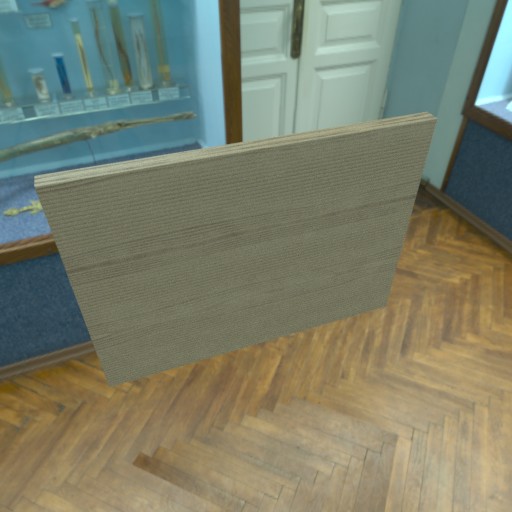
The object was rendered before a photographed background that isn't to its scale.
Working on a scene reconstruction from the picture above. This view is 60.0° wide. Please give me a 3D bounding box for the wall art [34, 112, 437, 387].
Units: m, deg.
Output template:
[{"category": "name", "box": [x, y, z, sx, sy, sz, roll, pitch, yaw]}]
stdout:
[{"category": "wall art", "box": [0.000, 0.000, 1.098, 0.841, 0.609, 0.063, -13, 42, -15]}]
